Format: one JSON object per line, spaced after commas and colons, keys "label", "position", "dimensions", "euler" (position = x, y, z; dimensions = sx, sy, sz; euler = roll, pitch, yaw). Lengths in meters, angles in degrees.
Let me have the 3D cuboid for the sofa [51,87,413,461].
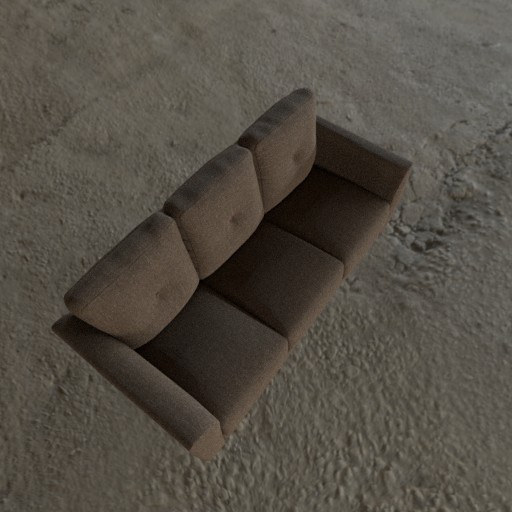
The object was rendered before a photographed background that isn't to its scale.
{"label": "sofa", "position": [0.000, 0.000, 2.313], "dimensions": [0.837, 0.891, 1.847], "euler": [32, 63, 19]}
